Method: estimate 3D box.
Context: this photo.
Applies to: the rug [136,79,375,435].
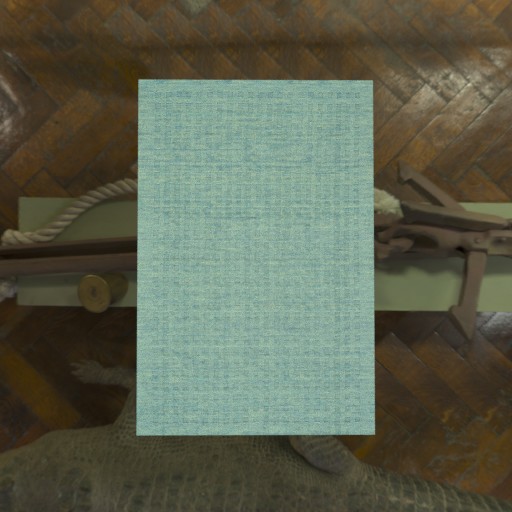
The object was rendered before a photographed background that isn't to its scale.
[{"bbox_3d":[0.000,0.000,2.856,1.522,0.006,2.286,0,89,-1],"label":"rug"}]
